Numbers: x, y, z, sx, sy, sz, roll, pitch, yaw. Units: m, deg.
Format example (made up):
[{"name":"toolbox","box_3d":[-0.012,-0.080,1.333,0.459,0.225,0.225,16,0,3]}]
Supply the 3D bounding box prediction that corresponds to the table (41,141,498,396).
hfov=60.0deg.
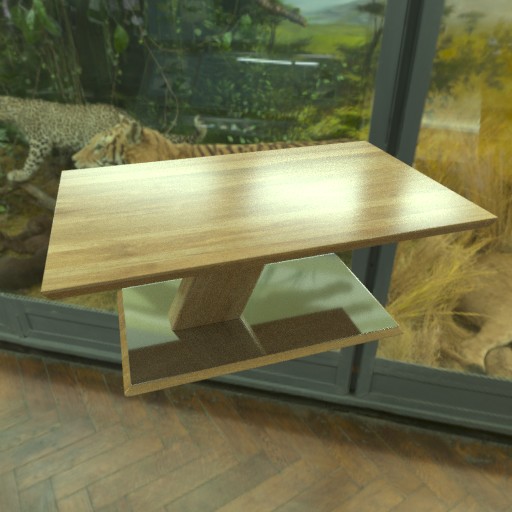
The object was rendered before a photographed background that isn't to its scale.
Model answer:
[{"name":"table","box_3d":[0.000,0.000,1.406,1.100,0.441,0.692,-9,33,-15]}]
